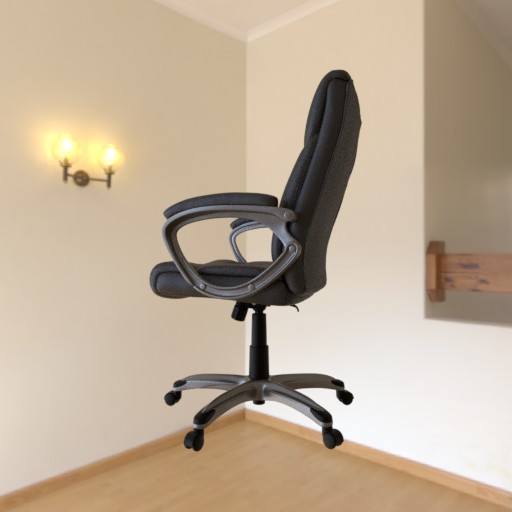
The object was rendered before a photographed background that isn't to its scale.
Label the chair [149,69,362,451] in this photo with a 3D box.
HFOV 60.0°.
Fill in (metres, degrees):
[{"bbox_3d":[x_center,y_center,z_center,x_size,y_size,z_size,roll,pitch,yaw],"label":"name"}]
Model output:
[{"bbox_3d":[0.000,0.000,1.583,0.719,1.130,0.721,0,0,18],"label":"chair"}]
